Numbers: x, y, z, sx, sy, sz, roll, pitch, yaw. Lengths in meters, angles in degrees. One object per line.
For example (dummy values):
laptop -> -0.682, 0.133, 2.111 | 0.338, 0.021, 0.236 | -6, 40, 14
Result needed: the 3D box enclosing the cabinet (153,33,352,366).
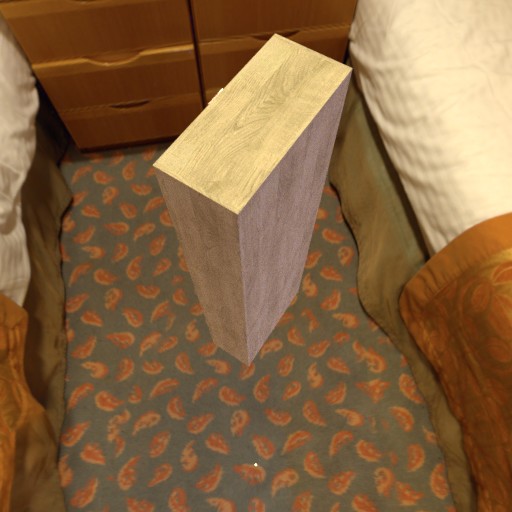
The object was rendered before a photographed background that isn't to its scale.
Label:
cabinet -> 0.000, 0.000, 1.810 | 0.250, 1.630, 0.520 | 31, 69, 14
